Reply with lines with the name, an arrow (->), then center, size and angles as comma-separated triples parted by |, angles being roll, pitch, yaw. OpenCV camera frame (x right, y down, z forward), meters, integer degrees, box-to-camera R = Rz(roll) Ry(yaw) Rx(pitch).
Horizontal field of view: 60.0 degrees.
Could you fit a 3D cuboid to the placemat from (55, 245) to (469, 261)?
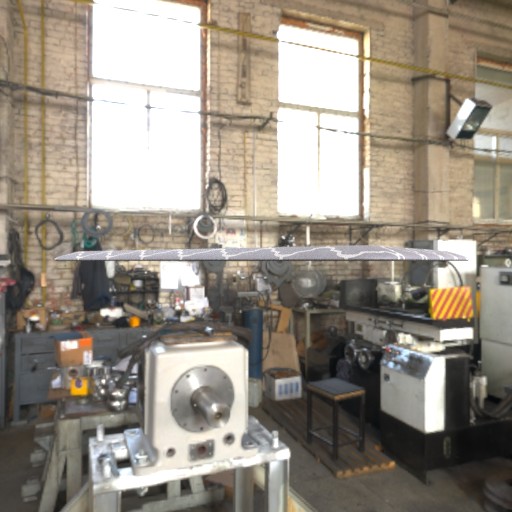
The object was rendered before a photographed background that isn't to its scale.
placemat -> 0.000, 0.000, 0.954 | 0.762, 0.021, 0.508 | 0, -1, 36
